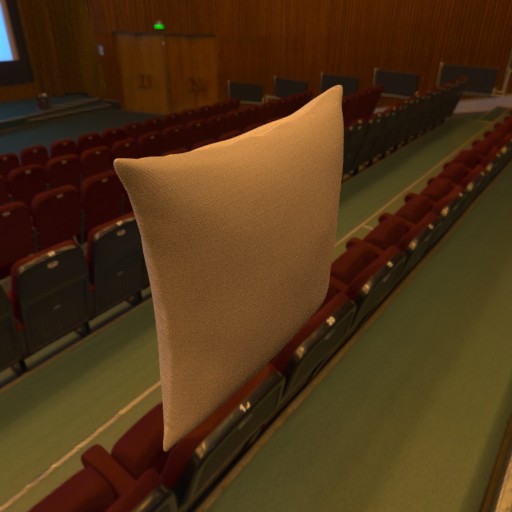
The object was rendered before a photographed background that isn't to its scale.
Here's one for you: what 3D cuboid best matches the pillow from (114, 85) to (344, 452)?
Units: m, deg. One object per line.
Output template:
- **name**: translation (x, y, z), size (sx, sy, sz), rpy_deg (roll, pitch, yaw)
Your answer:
- **pillow**: translation (0.000, 0.000, 0.773), size (0.204, 0.497, 0.512), rpy_deg (21, 37, 31)
